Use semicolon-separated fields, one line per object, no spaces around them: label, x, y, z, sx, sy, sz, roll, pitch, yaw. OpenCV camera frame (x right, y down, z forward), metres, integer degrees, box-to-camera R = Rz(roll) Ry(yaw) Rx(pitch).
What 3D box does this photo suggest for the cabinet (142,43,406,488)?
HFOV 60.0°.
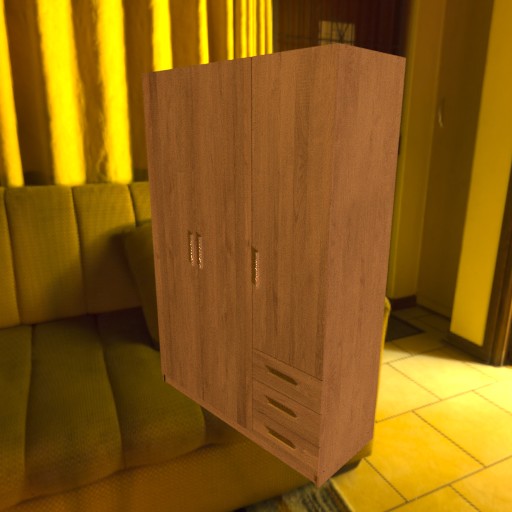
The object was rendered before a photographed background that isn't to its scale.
cabinet;0.000;0.000;2.411;1.290;1.910;0.510;16;22;43
